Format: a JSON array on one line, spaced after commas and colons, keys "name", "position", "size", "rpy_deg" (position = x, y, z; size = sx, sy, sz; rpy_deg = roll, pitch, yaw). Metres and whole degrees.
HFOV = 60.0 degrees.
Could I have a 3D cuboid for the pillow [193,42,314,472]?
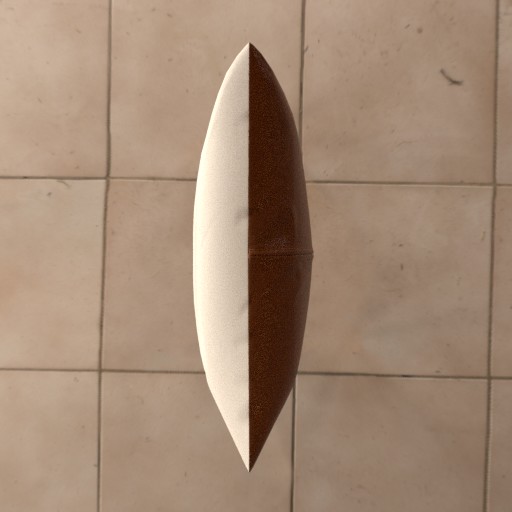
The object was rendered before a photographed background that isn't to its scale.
[{"name": "pillow", "position": [0.000, 0.000, 0.749], "size": [0.192, 0.477, 0.501], "rpy_deg": [0, 91, 0]}]
